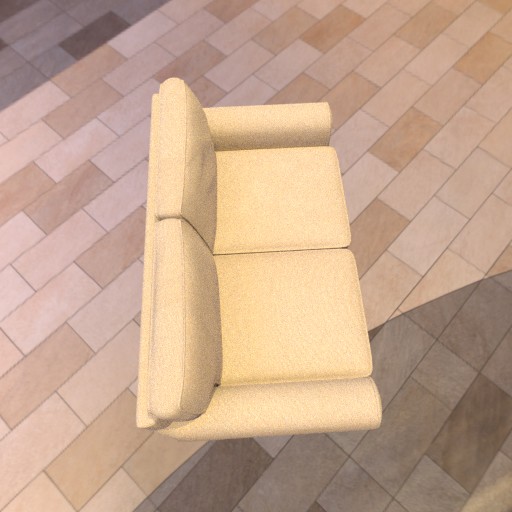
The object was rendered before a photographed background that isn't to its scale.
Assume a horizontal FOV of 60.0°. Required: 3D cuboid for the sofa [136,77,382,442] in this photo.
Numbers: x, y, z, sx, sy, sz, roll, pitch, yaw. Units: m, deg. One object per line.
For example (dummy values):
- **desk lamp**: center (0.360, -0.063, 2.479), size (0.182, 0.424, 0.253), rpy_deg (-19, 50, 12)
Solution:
- **sofa**: center (0.000, 0.000, 2.272), size (0.991, 0.940, 1.727), rpy_deg (-3, 65, -1)
